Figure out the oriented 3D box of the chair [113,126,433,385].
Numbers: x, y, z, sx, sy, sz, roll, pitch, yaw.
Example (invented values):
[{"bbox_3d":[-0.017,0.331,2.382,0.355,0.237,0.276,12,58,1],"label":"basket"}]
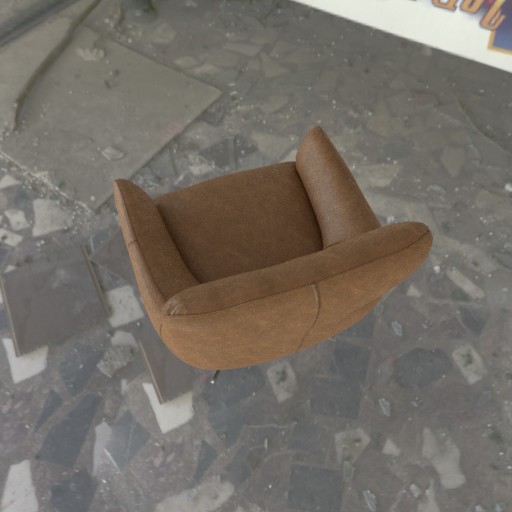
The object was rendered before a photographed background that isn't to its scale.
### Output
[{"bbox_3d":[0.000,0.000,1.341,0.706,0.812,0.715,-17,60,-10],"label":"chair"}]
